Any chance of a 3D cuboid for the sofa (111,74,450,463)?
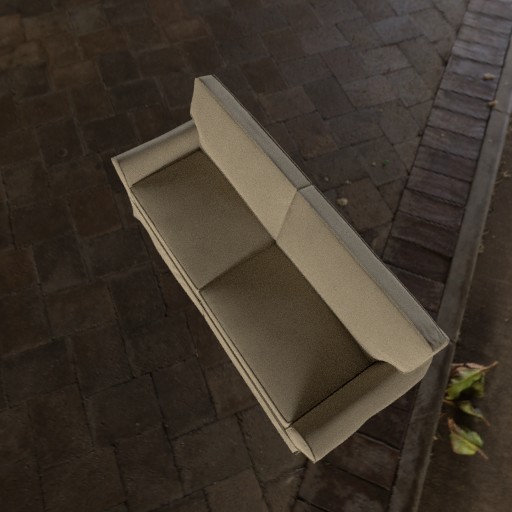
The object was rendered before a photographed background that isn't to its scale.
[{"bbox_3d":[0.000,0.000,2.731,0.900,1.014,2.246,-31,68,-14],"label":"sofa"}]
